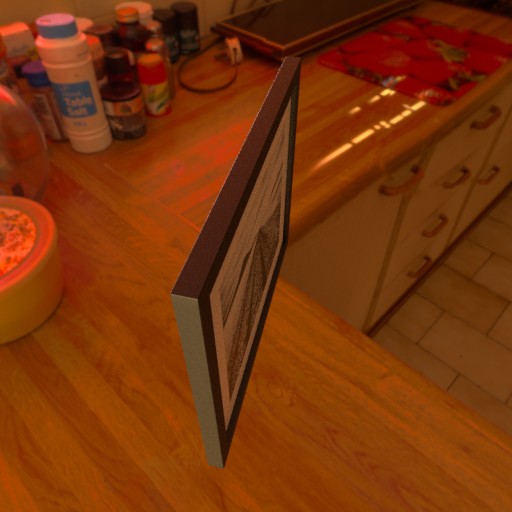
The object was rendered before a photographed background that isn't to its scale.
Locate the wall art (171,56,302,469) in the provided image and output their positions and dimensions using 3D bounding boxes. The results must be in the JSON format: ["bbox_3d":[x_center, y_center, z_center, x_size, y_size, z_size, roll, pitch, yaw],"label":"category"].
[{"bbox_3d":[0.000,0.000,0.765,0.029,0.458,0.559,10,47,10],"label":"wall art"}]
